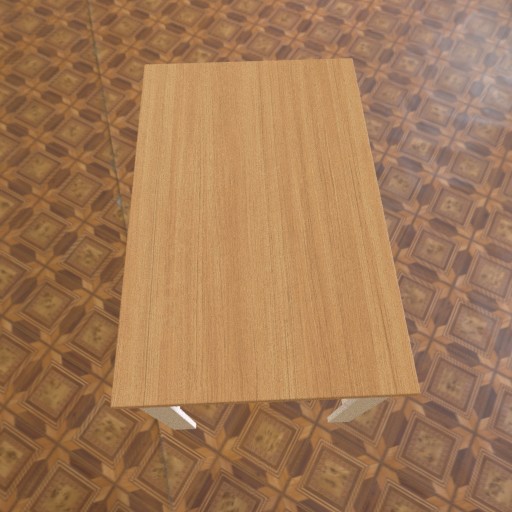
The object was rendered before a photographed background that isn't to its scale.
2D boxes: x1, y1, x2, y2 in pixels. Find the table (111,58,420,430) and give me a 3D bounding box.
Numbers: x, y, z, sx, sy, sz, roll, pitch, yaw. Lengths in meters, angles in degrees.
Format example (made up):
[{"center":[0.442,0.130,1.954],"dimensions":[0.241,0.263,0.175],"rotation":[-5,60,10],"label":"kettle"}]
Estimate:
[{"center":[0.000,0.000,1.573],"dimensions":[0.700,0.734,1.100],"rotation":[-2,63,-1],"label":"table"}]
